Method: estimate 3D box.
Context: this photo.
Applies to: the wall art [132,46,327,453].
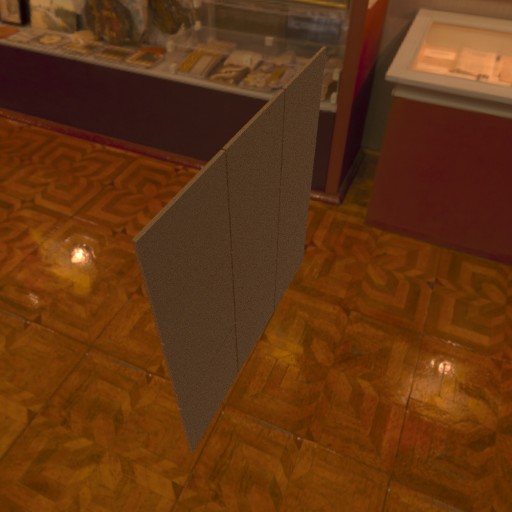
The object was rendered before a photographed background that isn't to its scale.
[{"bbox_3d":[0.000,0.000,1.781,0.013,1.216,1.216,19,49,18],"label":"wall art"}]
